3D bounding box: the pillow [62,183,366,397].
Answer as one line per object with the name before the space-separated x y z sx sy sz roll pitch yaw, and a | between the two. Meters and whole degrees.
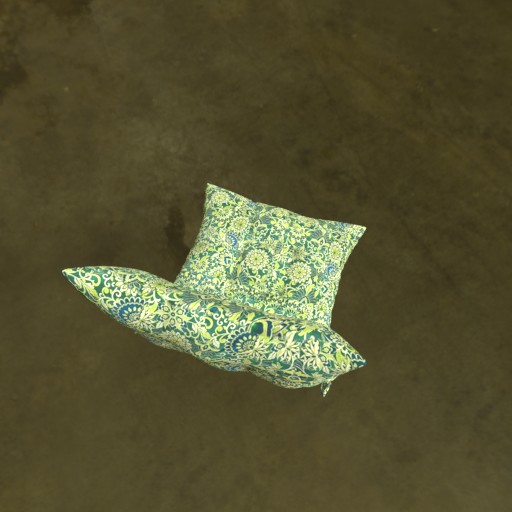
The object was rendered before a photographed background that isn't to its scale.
pillow | 0.000 0.000 1.027 0.541 0.536 0.585 16 65 8
